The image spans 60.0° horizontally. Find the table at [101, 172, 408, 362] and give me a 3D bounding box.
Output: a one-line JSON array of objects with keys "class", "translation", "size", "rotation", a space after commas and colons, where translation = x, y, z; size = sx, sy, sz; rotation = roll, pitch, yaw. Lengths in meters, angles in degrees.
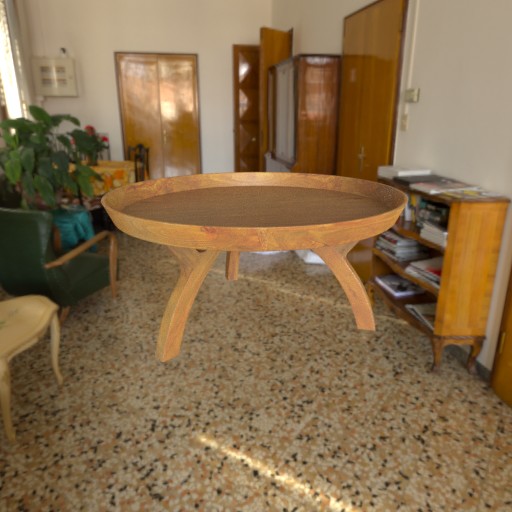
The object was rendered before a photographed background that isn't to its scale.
[{"class": "table", "translation": [0.000, 0.000, 1.597], "size": [1.016, 0.470, 1.016], "rotation": [0, 18, 0]}]
